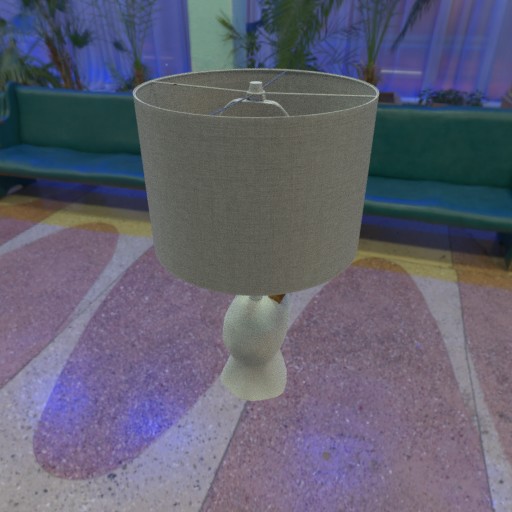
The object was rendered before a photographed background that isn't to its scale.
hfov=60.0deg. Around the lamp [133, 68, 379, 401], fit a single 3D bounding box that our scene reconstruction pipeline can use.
[{"bbox_3d":[0.000,0.000,0.679,0.298,0.503,0.298,10,33,16],"label":"lamp"}]
